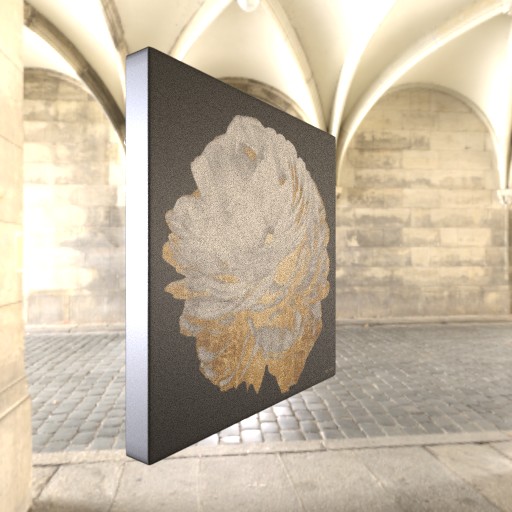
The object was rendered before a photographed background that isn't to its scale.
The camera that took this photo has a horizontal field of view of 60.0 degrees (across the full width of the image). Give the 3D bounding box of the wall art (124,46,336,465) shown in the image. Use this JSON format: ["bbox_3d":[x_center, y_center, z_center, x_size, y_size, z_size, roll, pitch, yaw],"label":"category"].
[{"bbox_3d":[0.000,0.000,0.602,0.041,0.407,0.406,0,0,36],"label":"wall art"}]
